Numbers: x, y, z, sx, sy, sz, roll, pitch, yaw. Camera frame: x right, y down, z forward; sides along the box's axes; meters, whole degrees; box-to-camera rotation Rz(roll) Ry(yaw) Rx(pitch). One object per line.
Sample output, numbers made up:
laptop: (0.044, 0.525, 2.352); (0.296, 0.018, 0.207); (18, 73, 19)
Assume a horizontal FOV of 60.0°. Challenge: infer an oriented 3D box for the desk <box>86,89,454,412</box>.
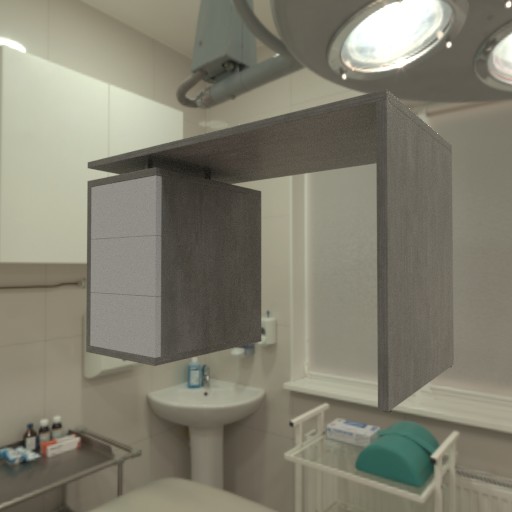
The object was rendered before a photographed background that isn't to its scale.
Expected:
desk: (0.000, 0.000, 1.607); (1.200, 0.740, 0.600); (-1, -1, 37)
